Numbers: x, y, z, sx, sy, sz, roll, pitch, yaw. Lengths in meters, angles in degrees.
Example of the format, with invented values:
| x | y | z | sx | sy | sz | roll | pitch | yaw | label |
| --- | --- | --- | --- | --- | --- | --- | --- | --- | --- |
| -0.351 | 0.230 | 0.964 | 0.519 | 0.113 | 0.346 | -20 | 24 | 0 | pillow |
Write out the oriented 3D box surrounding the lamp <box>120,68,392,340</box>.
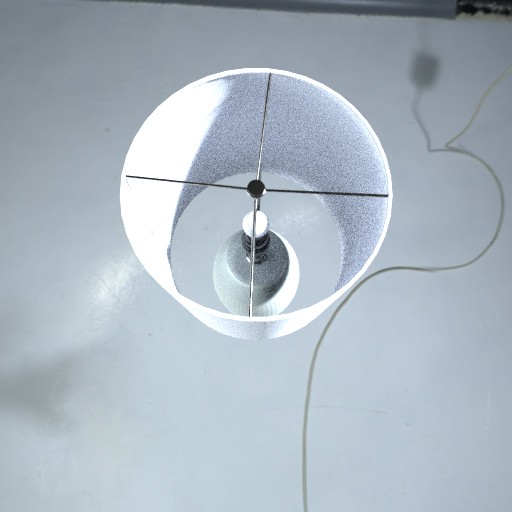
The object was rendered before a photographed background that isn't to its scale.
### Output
| x | y | z | sx | sy | sz | roll | pitch | yaw | label |
| --- | --- | --- | --- | --- | --- | --- | --- | --- | --- |
| 0.000 | 0.000 | 0.572 | 0.217 | 0.453 | 0.217 | 4 | 76 | 1 | lamp |
